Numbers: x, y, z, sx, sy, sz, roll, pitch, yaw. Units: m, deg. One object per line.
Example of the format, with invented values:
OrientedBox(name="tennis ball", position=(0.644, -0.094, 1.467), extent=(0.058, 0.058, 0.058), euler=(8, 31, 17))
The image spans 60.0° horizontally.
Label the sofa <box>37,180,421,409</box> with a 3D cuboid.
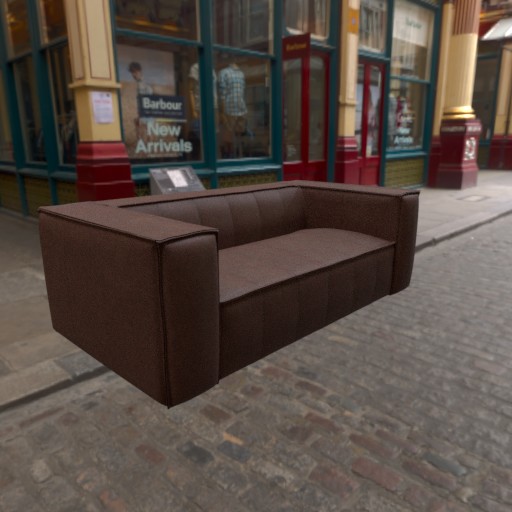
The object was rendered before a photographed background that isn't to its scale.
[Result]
OrientedBox(name="sofa", position=(0.000, 0.000, 2.613), extent=(1.102, 0.703, 2.088), euler=(14, 20, 42))
